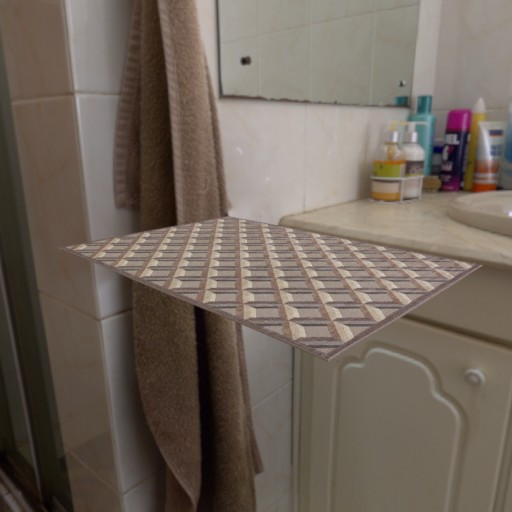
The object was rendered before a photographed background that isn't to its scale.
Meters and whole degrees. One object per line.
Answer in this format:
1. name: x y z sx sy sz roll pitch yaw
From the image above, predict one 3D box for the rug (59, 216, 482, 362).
1. rug: 0.000 0.000 2.868 2.260 0.013 1.600 15 22 42
